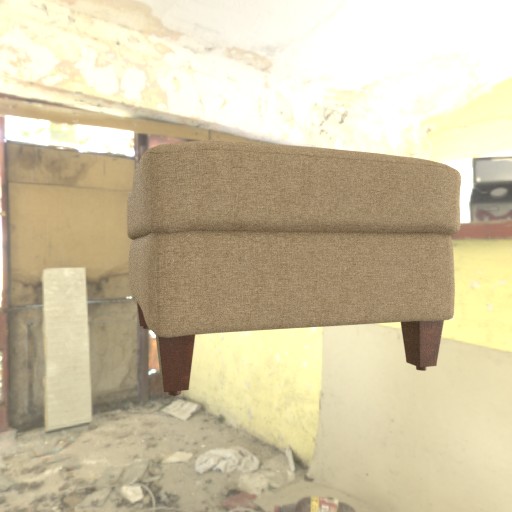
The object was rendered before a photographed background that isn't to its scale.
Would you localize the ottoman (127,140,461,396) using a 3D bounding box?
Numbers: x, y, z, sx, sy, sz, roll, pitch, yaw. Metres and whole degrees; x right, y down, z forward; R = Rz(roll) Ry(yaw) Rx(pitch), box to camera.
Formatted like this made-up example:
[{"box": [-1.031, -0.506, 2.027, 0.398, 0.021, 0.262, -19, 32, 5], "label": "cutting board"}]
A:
[{"box": [0.000, 0.000, 1.274, 0.692, 0.511, 0.889, 0, 1, -18], "label": "ottoman"}]
